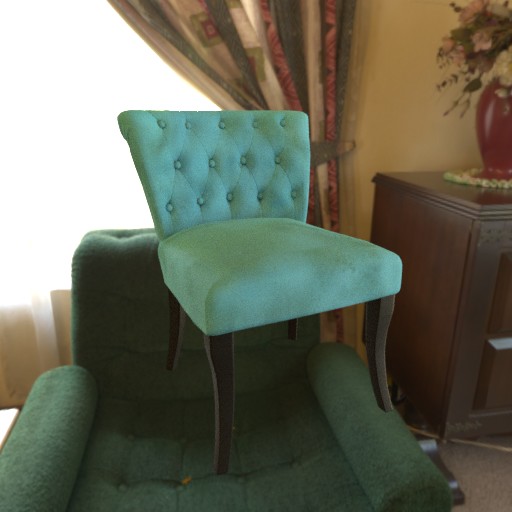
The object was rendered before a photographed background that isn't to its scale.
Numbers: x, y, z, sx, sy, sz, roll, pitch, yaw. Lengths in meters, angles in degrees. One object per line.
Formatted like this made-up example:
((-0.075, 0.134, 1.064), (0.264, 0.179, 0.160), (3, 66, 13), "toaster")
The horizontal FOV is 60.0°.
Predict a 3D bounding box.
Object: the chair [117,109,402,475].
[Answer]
((0.000, 0.000, 1.190), (0.582, 0.750, 0.605), (-9, 19, -25), "chair")
